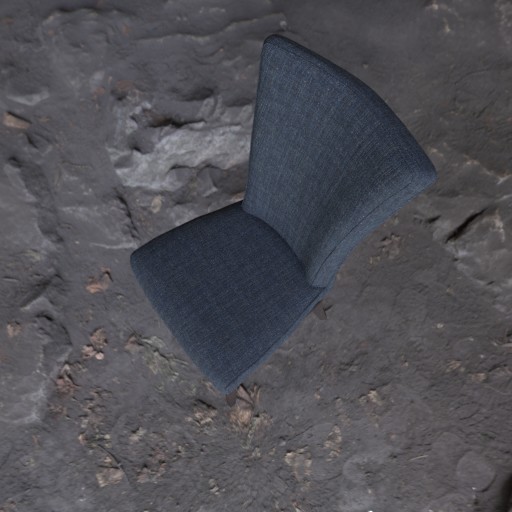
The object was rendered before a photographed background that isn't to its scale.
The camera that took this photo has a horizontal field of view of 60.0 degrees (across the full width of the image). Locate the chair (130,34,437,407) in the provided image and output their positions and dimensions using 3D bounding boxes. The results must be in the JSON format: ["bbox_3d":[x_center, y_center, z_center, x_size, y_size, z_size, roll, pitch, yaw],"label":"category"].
[{"bbox_3d":[0.000,0.000,1.332,0.660,0.991,0.520,-35,70,-15],"label":"chair"}]
